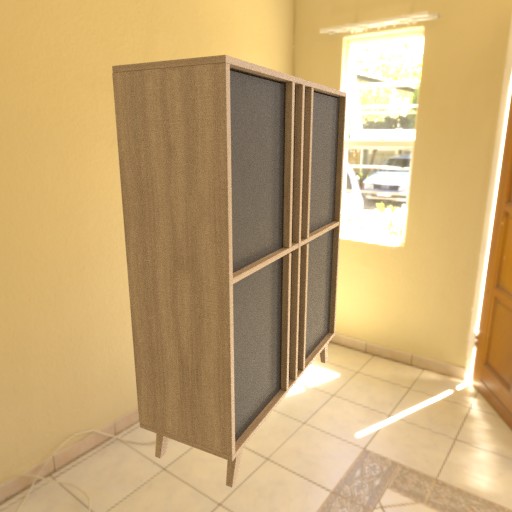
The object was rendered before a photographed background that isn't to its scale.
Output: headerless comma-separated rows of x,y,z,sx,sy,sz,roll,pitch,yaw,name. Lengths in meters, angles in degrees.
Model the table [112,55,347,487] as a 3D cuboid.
0.000,0.000,1.891,0.398,1.388,1.111,8,17,26,table
